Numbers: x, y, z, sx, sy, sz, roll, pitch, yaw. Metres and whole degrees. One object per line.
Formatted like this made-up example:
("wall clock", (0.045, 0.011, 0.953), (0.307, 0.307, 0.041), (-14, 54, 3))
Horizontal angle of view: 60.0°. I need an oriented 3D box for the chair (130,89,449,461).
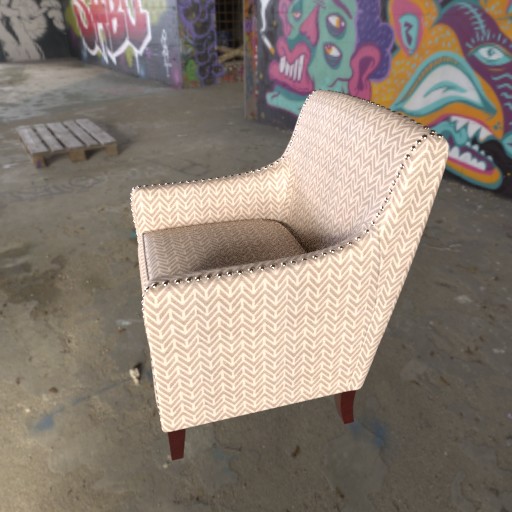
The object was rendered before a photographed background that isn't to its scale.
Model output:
("chair", (0.000, 0.000, 1.258), (0.651, 0.816, 0.623), (-8, 30, -14))
